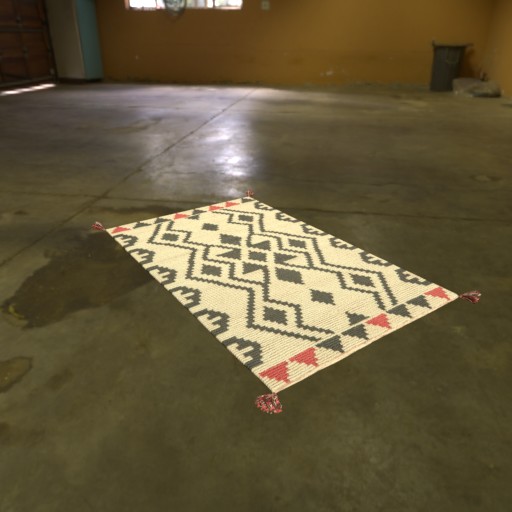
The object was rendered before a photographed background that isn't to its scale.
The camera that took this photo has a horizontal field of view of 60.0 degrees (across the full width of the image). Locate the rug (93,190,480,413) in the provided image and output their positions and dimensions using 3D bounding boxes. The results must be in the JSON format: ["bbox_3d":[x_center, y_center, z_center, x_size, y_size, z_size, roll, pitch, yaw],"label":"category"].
[{"bbox_3d":[0.000,0.000,3.380,1.741,0.066,2.672,-18,31,-31],"label":"rug"}]
